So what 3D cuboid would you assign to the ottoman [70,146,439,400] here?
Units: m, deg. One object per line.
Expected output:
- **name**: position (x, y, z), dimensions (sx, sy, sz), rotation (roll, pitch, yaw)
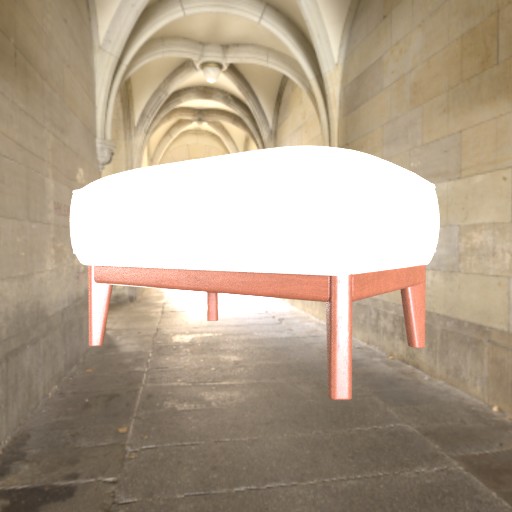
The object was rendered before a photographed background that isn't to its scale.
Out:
- **ottoman**: position (0.000, 0.000, 1.155), dimensions (0.794, 0.465, 0.594), rotation (1, 2, 35)
